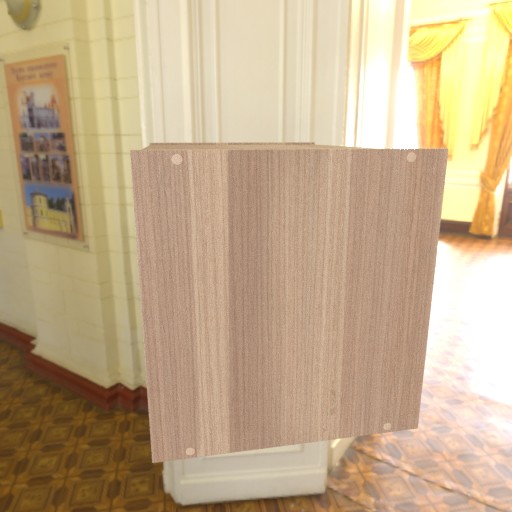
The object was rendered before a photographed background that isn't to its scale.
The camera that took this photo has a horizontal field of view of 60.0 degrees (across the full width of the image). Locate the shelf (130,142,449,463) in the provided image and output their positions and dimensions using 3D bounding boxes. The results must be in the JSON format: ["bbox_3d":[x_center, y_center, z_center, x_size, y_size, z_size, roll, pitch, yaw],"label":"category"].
[{"bbox_3d":[0.000,0.000,0.626,0.290,0.305,0.415,-3,15,-10],"label":"shelf"}]
